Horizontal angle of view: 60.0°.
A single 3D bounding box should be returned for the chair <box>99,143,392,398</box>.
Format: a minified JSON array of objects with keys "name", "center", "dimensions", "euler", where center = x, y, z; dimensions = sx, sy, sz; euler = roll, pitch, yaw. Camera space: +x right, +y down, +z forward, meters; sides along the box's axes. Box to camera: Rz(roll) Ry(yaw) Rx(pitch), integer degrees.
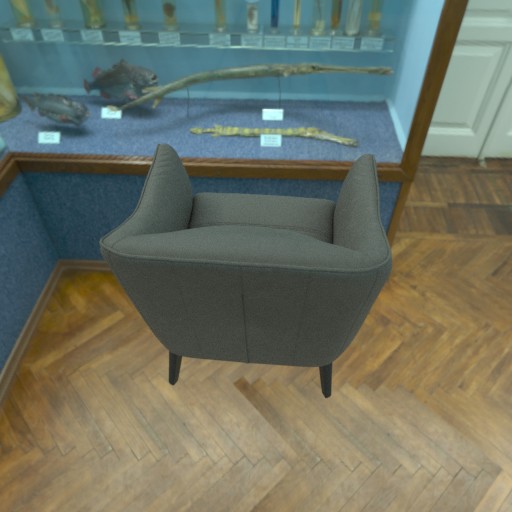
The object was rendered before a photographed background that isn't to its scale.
[{"name":"chair","center":[0.000,0.000,1.602],"dimensions":[0.871,0.830,0.852],"euler":[4,46,4]}]
